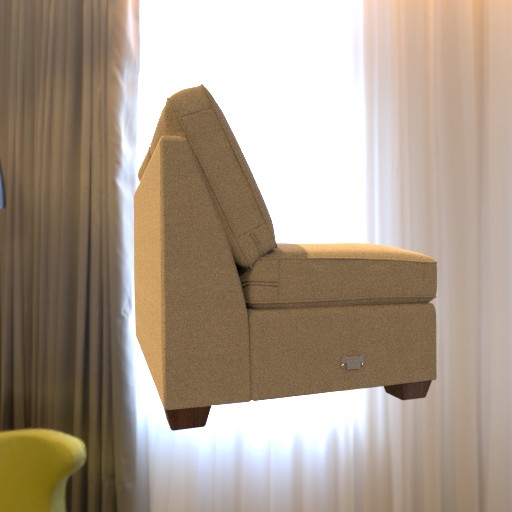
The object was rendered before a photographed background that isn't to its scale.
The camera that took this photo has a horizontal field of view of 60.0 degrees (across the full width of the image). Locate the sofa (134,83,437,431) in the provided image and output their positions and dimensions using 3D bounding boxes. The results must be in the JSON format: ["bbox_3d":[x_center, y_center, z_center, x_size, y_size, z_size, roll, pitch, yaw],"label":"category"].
[{"bbox_3d":[0.000,0.000,1.966,0.978,1.006,1.232,0,0,-19],"label":"sofa"}]
